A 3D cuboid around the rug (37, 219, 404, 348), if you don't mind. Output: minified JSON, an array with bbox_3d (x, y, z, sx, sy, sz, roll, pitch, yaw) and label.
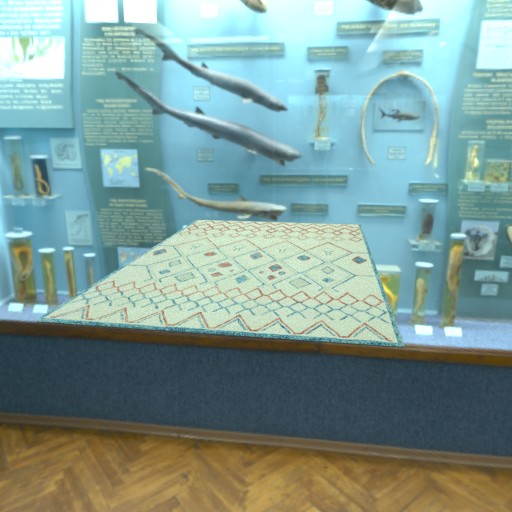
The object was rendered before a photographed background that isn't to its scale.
[{"bbox_3d":[0.000,0.000,2.946,1.524,0.015,2.438,2,15,9],"label":"rug"}]
